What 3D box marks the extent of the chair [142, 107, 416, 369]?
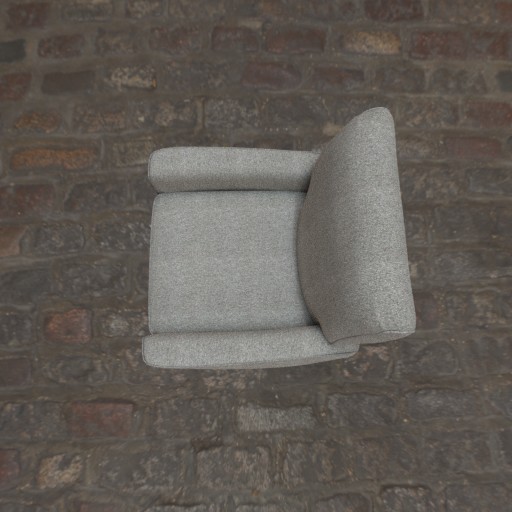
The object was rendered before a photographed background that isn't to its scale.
[{"bbox_3d":[0.000,0.000,1.709,0.858,1.028,0.841,-2,76,0],"label":"chair"}]
